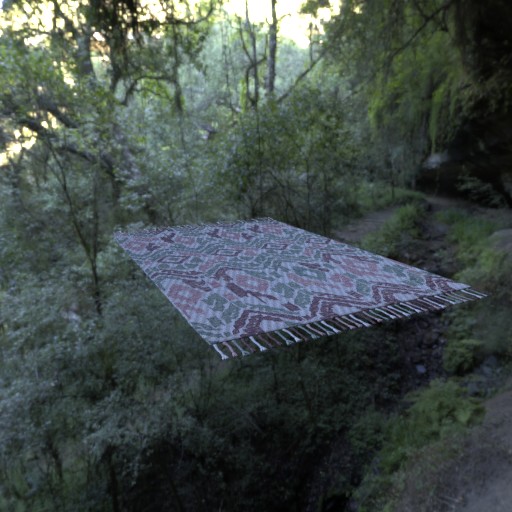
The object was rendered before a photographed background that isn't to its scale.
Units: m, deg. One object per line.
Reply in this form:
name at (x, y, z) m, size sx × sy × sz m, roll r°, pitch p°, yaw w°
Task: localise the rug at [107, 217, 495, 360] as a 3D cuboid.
rug at (0.000, 0.000, 2.941) m, size 1.524 × 0.011 × 2.438 m, roll -8°, pitch 17°, yaw -26°
